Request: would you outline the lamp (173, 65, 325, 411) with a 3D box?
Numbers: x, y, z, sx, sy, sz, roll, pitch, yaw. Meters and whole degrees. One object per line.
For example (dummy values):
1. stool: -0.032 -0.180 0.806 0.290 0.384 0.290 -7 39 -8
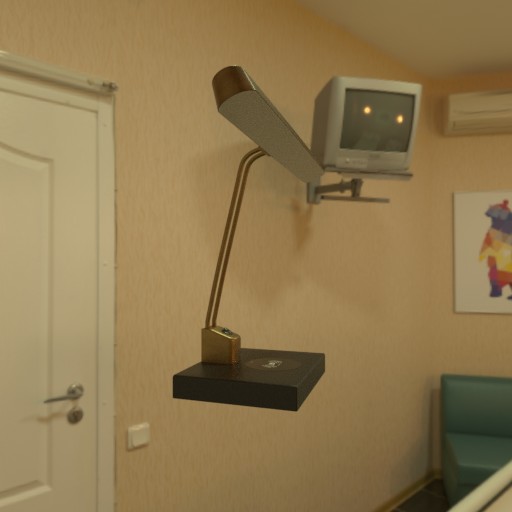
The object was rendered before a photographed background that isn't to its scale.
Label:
1. lamp: 0.000 0.000 0.600 0.156 0.345 0.412 0 -1 18
